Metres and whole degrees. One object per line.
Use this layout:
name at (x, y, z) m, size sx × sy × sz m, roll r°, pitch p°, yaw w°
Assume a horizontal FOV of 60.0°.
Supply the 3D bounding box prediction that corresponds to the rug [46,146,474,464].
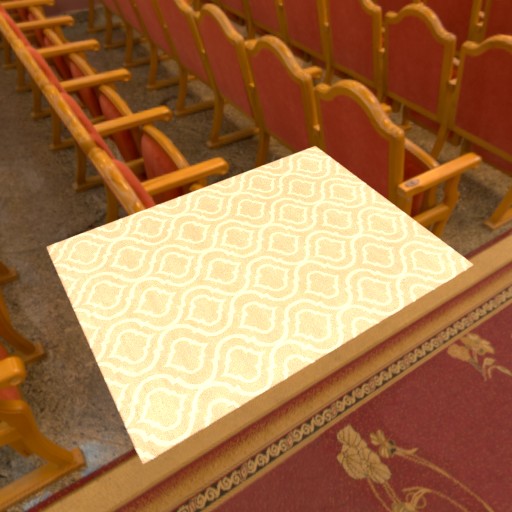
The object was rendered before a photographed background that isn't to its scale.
rug at (0.000, 0.000, 4.281) m, size 3.353 × 0.010 × 2.438 m, roll -25°, pitch 51°, yaw -22°
